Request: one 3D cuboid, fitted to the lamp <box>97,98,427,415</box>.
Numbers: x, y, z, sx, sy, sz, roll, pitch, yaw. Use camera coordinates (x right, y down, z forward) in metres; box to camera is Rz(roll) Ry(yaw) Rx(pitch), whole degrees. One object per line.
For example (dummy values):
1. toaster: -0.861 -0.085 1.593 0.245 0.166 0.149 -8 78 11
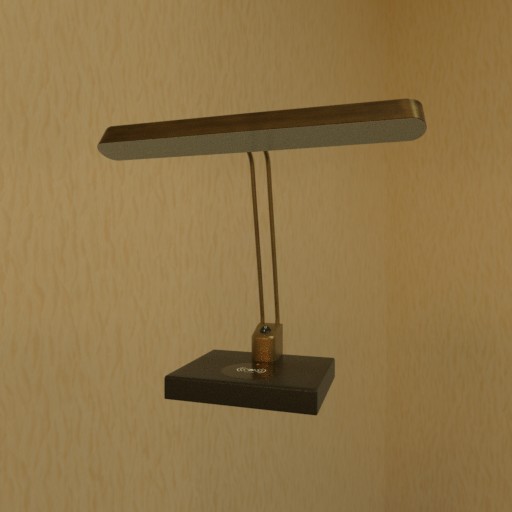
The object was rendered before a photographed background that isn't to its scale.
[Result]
1. lamp: 0.000 0.000 0.581 0.412 0.345 0.156 0 1 17
